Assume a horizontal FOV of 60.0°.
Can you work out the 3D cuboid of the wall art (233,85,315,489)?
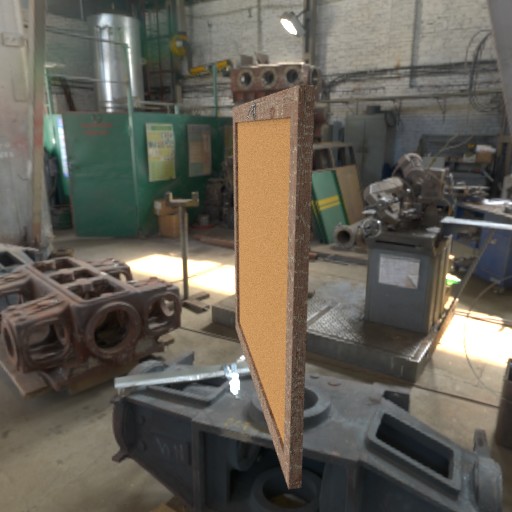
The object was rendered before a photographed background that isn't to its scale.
[{"bbox_3d":[0.000,0.000,0.572,0.022,0.380,0.380,-3,16,-10],"label":"wall art"}]
